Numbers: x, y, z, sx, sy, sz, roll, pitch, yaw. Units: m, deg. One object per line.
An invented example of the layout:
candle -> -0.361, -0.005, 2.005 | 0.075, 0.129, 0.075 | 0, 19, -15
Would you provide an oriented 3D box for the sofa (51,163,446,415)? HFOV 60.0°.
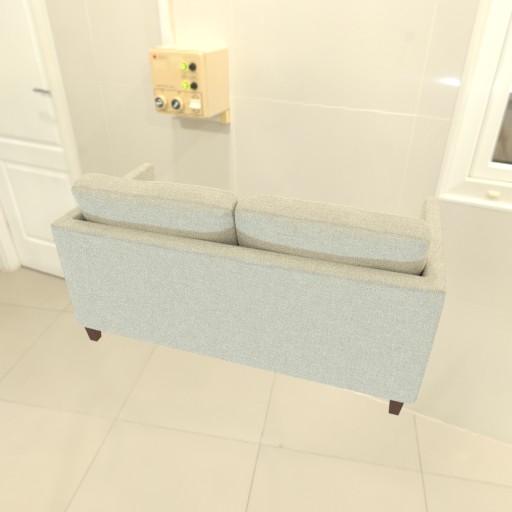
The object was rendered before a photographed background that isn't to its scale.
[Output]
sofa -> 0.000, 0.000, 2.438 | 1.838, 0.963, 0.950 | 10, 33, 15
